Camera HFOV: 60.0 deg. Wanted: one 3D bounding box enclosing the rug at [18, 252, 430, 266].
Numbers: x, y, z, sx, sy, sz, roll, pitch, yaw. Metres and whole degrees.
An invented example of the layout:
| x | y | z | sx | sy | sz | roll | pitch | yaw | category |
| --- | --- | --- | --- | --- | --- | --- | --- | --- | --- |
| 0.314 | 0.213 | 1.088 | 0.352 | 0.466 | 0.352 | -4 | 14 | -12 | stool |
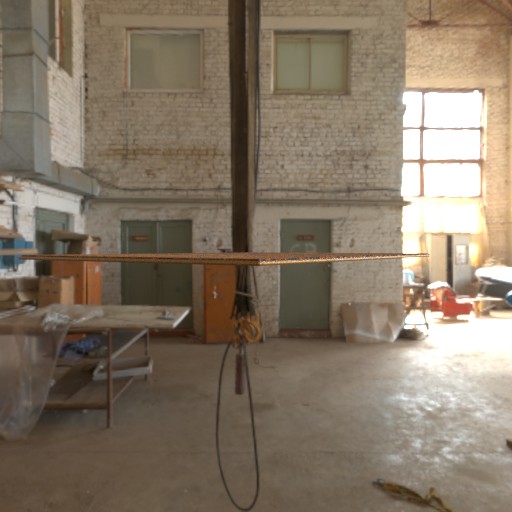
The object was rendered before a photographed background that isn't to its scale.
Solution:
| x | y | z | sx | sy | sz | roll | pitch | yaw | category |
| --- | --- | --- | --- | --- | --- | --- | --- | --- | --- |
| 0.000 | 0.000 | 2.829 | 1.588 | 0.024 | 2.204 | 1 | 1 | 35 | rug |
